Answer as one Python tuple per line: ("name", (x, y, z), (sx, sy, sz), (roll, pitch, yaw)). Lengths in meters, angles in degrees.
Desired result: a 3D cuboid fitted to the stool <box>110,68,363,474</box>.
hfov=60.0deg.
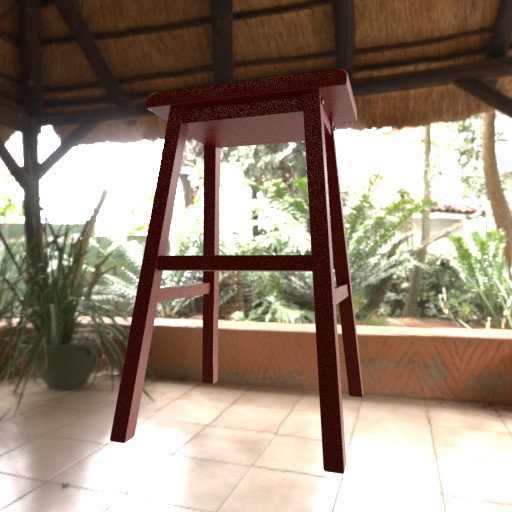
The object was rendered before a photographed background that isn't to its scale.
("stool", (0.000, 0.000, 1.040), (0.457, 0.737, 0.476), (0, -1, 17))
